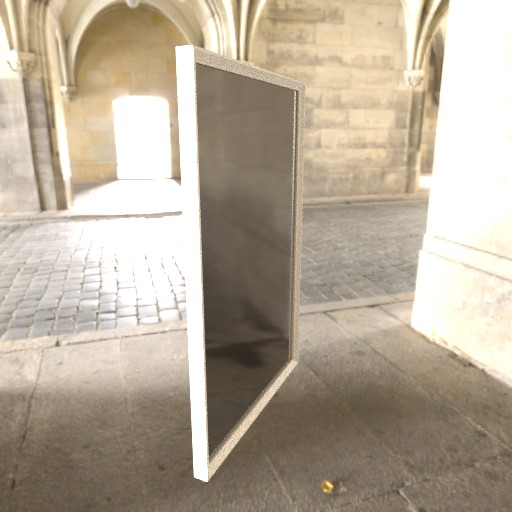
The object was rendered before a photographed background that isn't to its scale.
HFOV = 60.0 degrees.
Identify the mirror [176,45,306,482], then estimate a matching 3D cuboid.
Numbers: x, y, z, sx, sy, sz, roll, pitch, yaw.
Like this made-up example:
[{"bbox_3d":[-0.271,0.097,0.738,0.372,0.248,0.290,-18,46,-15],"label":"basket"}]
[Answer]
[{"bbox_3d":[0.000,0.000,1.167,0.041,0.915,0.609,7,16,24],"label":"mirror"}]
